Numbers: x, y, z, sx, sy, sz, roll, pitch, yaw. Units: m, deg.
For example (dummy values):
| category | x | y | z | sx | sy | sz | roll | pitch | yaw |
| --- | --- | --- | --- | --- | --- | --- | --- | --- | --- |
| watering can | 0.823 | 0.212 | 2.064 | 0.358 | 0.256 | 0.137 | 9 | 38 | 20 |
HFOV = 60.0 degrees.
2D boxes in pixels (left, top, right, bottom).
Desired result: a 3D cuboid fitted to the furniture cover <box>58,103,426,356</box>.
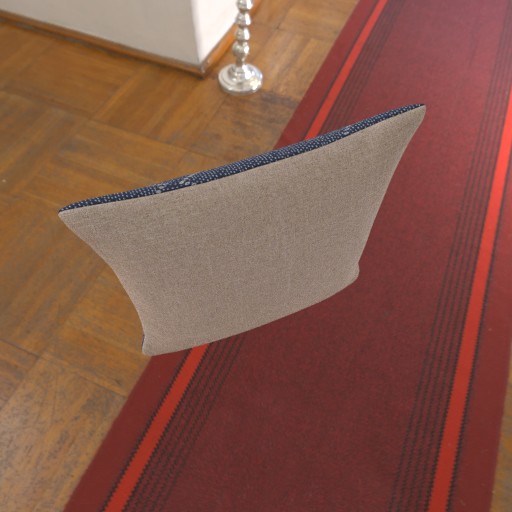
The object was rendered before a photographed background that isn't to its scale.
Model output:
| category | x | y | z | sx | sy | sz | roll | pitch | yaw |
| --- | --- | --- | --- | --- | --- | --- | --- | --- | --- |
| furniture cover | 0.000 | 0.000 | 0.777 | 0.511 | 0.503 | 0.162 | -19 | 60 | -11 |
